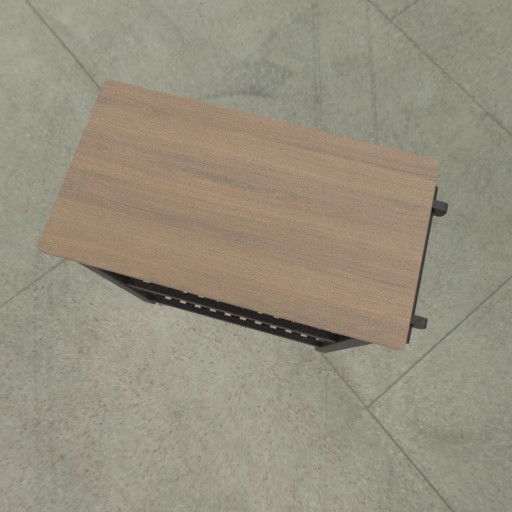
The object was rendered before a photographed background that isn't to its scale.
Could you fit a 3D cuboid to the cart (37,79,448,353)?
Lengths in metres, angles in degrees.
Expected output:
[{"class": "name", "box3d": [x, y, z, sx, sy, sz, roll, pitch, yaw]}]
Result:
[{"class": "cart", "box3d": [0.000, 0.000, 1.465, 0.899, 0.927, 0.457, 15, 76, 4]}]
